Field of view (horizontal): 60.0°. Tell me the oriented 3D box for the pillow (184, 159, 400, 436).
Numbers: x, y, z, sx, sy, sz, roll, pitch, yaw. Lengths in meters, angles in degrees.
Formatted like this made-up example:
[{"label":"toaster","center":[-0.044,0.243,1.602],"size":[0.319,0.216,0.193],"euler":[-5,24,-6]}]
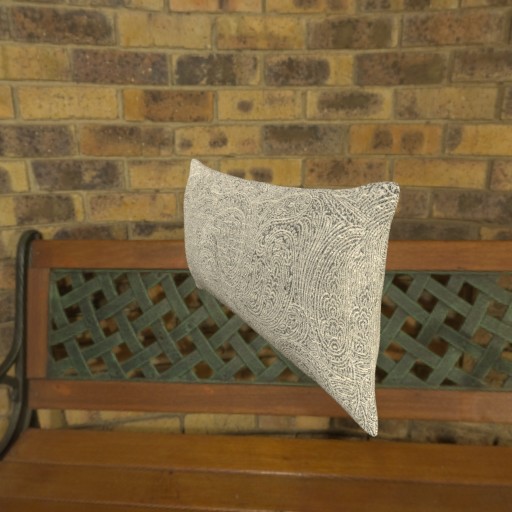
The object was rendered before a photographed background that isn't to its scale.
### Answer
[{"label":"pillow","center":[0.000,0.000,0.737],"size":[0.151,0.295,0.615],"euler":[-7,17,-26]}]
